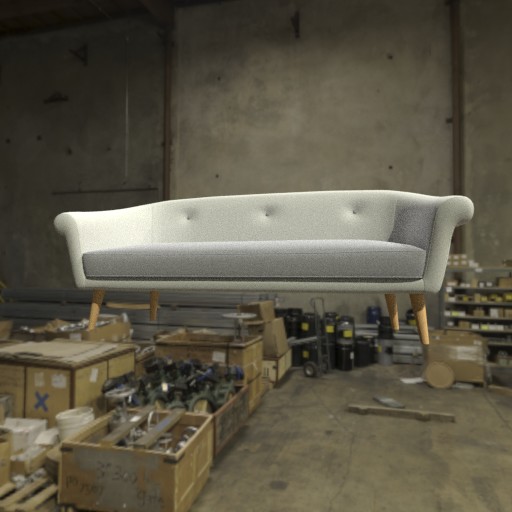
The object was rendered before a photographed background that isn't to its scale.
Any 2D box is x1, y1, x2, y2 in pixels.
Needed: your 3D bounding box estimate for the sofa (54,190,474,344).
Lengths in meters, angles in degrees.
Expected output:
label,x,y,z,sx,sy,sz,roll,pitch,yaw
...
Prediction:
label,x,y,z,sx,sy,sz,roll,pitch,yaw
sofa,0.000,0.000,2.549,2.160,0.795,0.827,-1,-2,16
